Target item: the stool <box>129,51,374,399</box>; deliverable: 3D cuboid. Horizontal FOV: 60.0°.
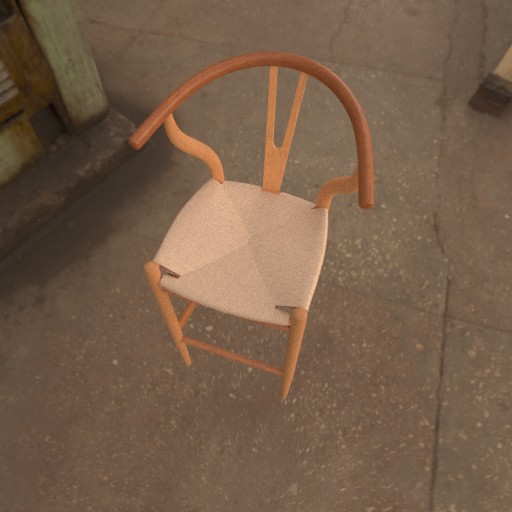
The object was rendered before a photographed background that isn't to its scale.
[{"bbox_3d":[0.000,0.000,1.410,0.574,1.068,0.561,16,59,10],"label":"stool"}]
